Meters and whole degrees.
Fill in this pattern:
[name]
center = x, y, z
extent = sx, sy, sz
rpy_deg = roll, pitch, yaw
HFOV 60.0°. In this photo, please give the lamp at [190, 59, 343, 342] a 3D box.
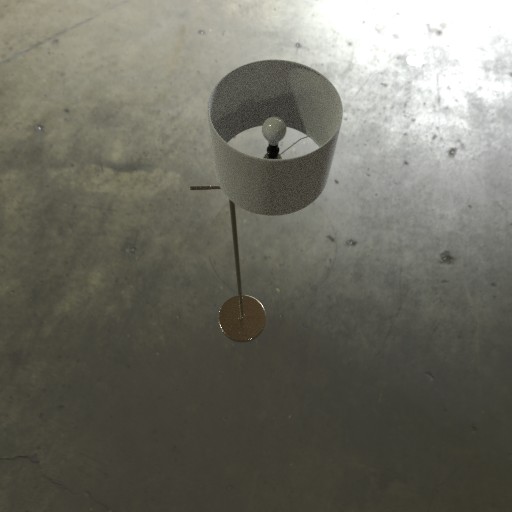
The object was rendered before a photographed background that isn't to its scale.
[lamp]
center = 0.000, 0.000, 1.773
extent = 0.416, 1.600, 0.324
rpy_deg = -2, 64, -1
